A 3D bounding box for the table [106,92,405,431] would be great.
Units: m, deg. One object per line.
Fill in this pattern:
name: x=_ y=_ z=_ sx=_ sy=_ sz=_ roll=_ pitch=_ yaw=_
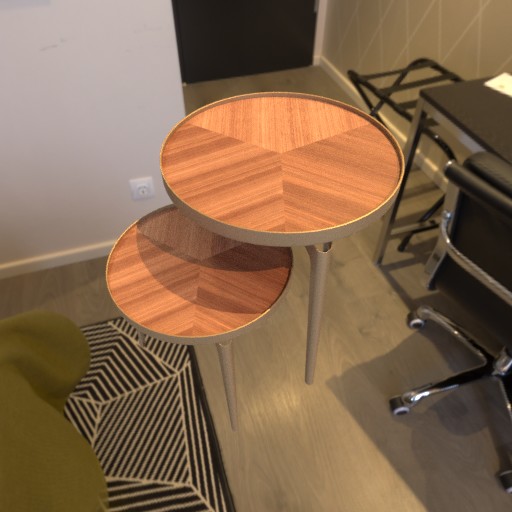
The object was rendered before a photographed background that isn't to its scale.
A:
table: x=0.000 y=0.000 z=1.137 sx=0.532 sy=0.555 sz=0.751 roll=33 pitch=55 yaw=27
